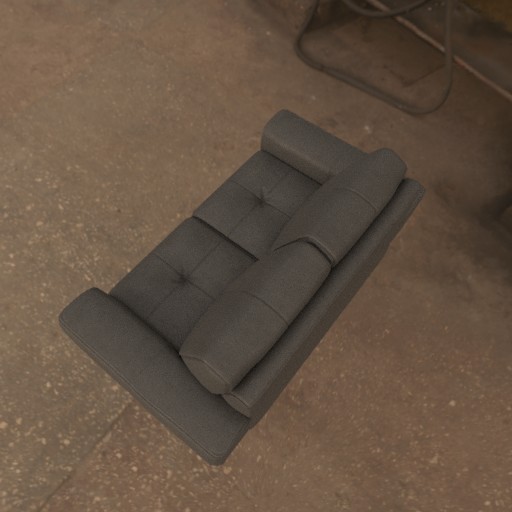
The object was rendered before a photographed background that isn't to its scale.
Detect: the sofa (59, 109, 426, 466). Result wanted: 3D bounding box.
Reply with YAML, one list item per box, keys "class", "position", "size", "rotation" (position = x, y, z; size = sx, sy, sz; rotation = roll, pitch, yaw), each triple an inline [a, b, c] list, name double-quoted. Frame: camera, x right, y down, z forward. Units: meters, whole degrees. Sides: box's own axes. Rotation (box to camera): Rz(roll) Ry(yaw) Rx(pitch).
- class: "sofa"
  position: [0.000, 0.000, 2.319]
  size: [1.018, 0.907, 1.806]
  rotation: [35, 66, 18]
